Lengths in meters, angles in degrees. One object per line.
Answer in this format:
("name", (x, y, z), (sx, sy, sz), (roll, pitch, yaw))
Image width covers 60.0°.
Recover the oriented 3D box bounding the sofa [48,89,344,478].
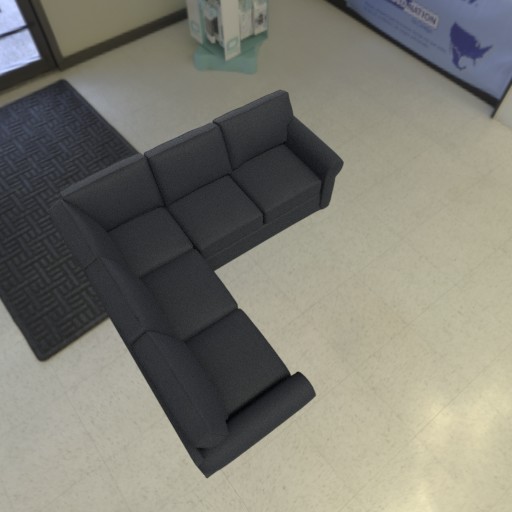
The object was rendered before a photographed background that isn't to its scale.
("sofa", (0.000, 0.000, 3.829), (2.562, 1.042, 2.487), (-31, 63, -18))
